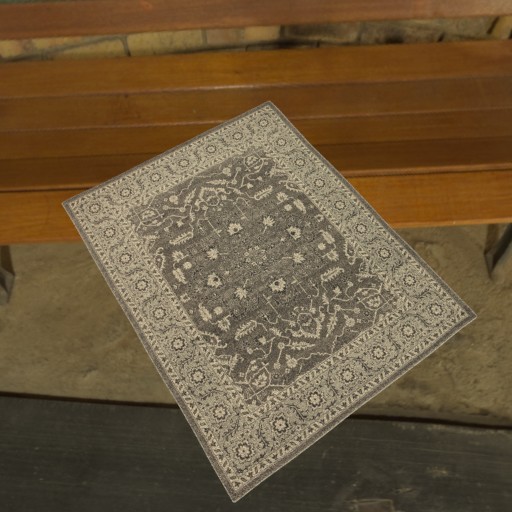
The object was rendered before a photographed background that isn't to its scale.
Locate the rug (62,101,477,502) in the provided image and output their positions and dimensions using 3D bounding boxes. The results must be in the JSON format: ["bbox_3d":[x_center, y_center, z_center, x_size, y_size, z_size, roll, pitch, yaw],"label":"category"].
[{"bbox_3d":[0.000,0.000,4.003,2.451,0.026,3.069,-31,66,-15],"label":"rug"}]
